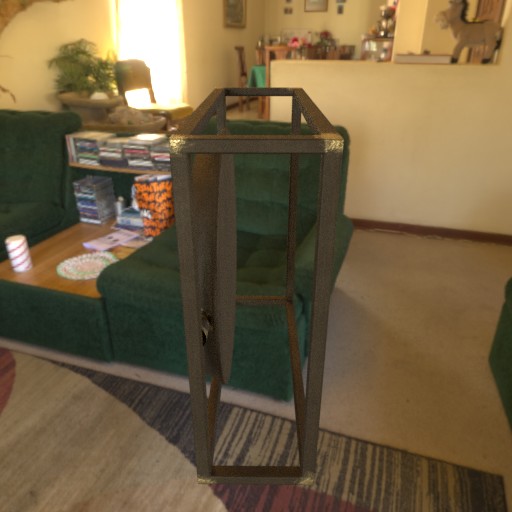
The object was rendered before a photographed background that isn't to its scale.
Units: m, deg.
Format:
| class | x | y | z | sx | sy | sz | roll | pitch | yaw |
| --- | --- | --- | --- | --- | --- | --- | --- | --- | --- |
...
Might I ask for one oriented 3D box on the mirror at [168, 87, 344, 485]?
| class | x | y | z | sx | sy | sz | roll | pitch | yaw |
| --- | --- | --- | --- | --- | --- | --- | --- | --- | --- |
| mirror | 0.000 | 0.000 | 0.464 | 0.107 | 0.303 | 0.306 | 0 | 26 | 1 |
